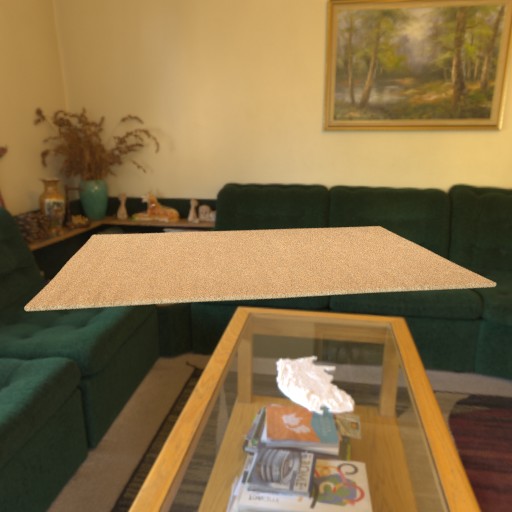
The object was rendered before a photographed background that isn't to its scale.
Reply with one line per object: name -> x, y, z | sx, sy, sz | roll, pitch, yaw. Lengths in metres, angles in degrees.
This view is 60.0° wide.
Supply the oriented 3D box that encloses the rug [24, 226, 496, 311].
rug -> 0.000, 0.000, 2.894 | 2.346, 0.025, 1.500 | -2, 16, -8
